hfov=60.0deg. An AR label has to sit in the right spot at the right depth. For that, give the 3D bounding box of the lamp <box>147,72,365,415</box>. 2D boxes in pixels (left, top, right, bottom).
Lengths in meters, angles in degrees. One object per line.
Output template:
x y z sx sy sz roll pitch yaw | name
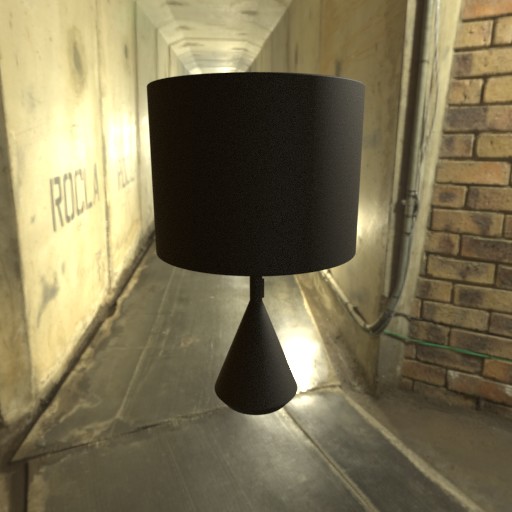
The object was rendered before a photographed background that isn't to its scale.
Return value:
0.000 0.000 0.820 0.359 0.584 0.359 7 16 26 | lamp
